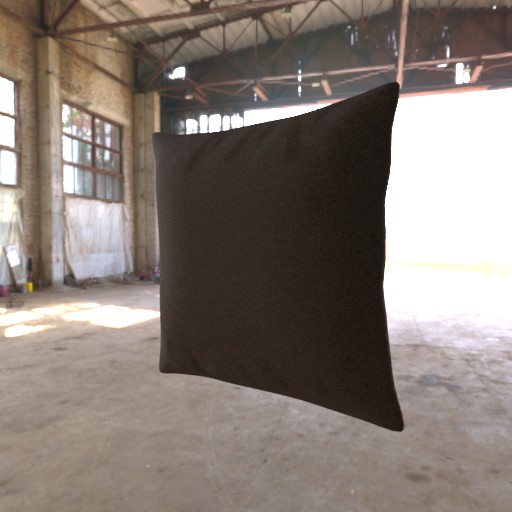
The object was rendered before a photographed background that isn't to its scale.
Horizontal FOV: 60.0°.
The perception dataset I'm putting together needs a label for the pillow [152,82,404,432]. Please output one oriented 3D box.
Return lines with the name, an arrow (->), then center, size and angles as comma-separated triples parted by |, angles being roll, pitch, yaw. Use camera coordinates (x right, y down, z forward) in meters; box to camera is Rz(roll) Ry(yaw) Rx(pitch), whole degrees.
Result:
pillow -> 0.000, 0.000, 0.786 | 0.523, 0.506, 0.166 | 1, 2, 36
